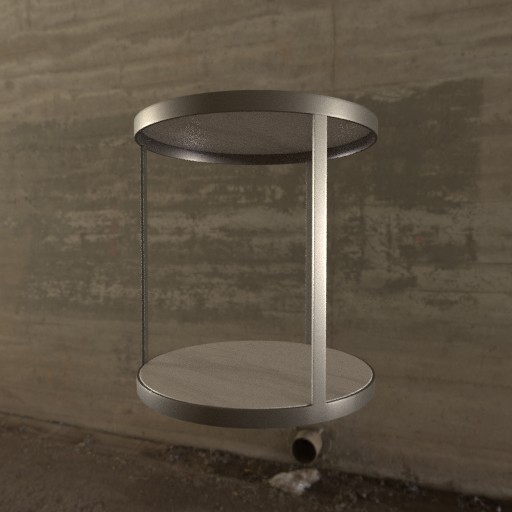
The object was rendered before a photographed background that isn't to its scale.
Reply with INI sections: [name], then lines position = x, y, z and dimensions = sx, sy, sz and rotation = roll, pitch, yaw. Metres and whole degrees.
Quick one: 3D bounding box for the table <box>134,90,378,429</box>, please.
[table]
position = 0.000, 0.000, 0.846
dimensions = 0.445, 0.479, 0.445
rotation = 0, 2, 0
